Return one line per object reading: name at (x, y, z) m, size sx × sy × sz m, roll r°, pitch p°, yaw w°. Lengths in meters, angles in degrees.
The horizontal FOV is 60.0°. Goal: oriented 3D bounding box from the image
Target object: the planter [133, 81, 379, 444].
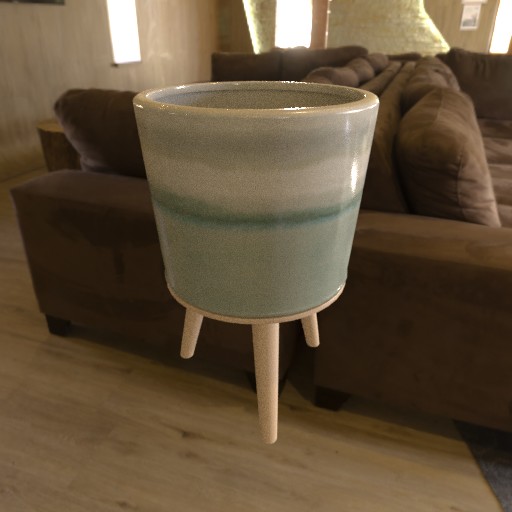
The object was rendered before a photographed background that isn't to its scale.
planter at (0.000, 0.000, 0.579) m, size 0.265 × 0.404 × 0.265 m, roll 18°, pitch 32°, yaw 31°
